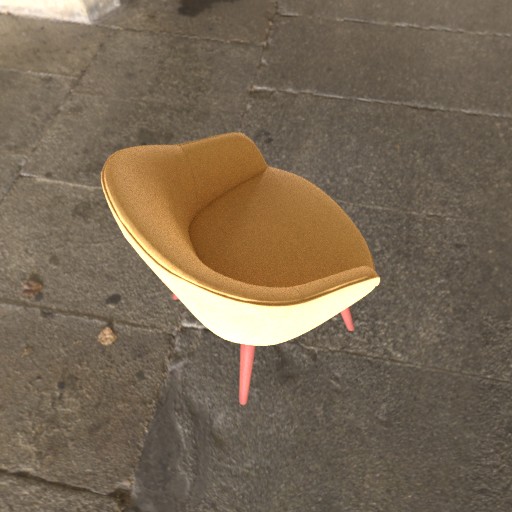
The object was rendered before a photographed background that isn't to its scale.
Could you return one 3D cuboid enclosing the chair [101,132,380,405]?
[{"bbox_3d":[0.000,0.000,1.280,0.635,0.823,0.596,-30,63,-17],"label":"chair"}]
